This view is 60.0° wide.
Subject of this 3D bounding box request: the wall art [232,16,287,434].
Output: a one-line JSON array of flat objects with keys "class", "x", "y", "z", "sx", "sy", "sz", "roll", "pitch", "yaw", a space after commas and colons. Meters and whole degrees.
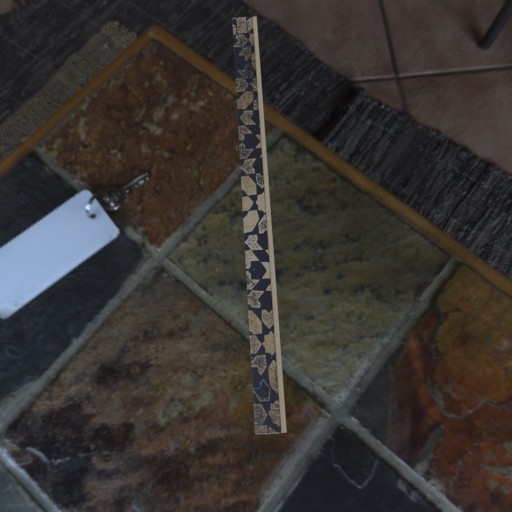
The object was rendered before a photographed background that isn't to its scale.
[{"class": "wall art", "x": 0.000, "y": 0.000, "z": 0.908, "sx": 0.038, "sy": 0.612, "sz": 0.612, "roll": -3, "pitch": 75, "yaw": -1}]
